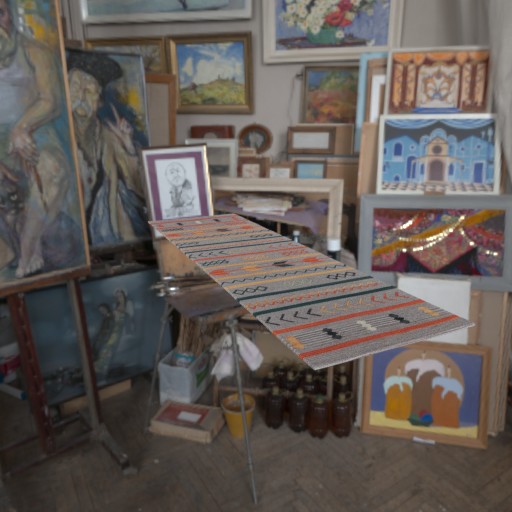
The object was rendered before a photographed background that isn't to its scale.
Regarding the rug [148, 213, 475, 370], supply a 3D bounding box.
[{"bbox_3d":[0.000,0.000,2.606,0.744,0.022,2.419,-8,18,-24],"label":"rug"}]
